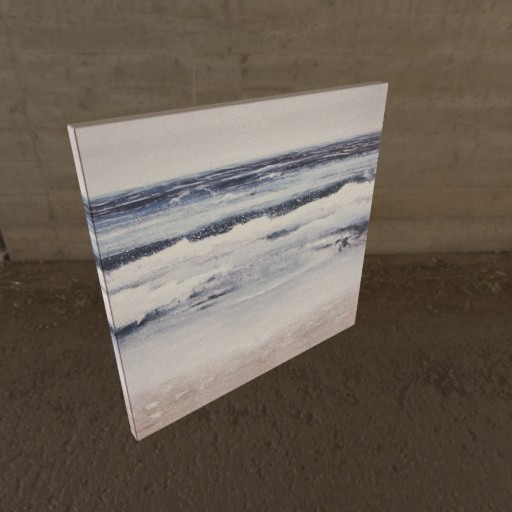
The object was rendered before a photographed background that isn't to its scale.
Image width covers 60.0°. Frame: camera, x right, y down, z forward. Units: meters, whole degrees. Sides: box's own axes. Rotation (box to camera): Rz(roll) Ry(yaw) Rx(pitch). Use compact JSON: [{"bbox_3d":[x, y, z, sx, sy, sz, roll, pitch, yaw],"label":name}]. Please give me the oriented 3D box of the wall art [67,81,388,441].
[{"bbox_3d":[0.000,0.000,1.095,0.755,0.747,0.065,-20,36,-31],"label":"wall art"}]
